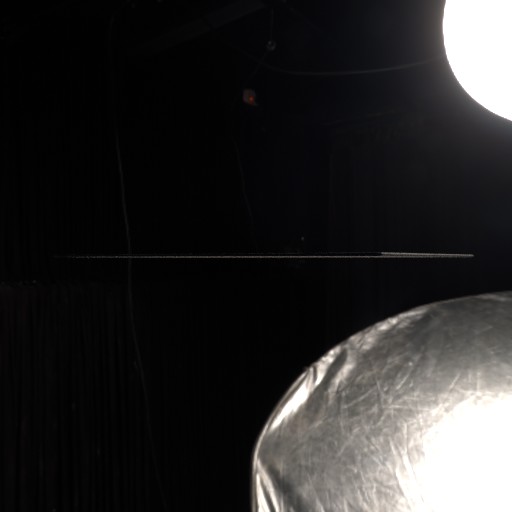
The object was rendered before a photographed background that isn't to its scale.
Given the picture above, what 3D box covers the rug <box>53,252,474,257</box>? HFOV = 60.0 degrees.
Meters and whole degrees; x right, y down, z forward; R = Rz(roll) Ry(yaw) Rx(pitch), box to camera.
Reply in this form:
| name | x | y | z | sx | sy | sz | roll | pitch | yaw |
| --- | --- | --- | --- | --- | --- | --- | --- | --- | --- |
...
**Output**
| name | x | y | z | sx | sy | sz | roll | pitch | yaw |
| --- | --- | --- | --- | --- | --- | --- | --- | --- | --- |
| rug | 0.000 | 0.000 | 2.885 | 2.294 | 0.014 | 1.528 | 0 | 0 | 37 |
